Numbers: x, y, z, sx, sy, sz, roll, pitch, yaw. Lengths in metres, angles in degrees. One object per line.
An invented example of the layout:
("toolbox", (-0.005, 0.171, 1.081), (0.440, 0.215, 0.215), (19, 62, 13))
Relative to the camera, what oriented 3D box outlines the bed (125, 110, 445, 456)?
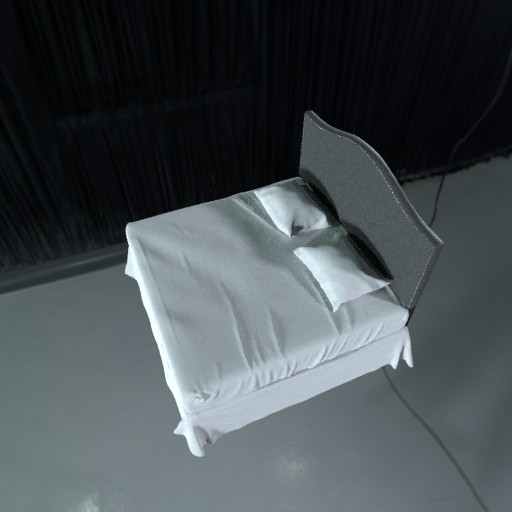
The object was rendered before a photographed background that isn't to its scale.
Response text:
("bed", (0.000, 0.000, 3.880), (2.219, 1.651, 2.314), (-18, 50, -16))
